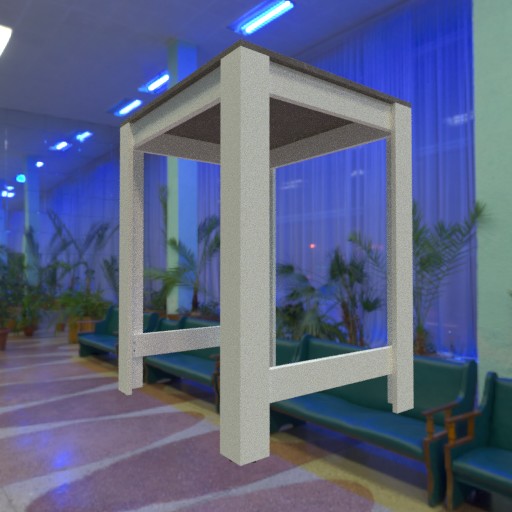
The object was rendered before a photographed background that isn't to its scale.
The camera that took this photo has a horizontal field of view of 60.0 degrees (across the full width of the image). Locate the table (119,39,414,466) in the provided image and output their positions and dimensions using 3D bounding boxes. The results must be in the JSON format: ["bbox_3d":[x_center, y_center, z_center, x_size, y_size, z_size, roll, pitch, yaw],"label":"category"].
[{"bbox_3d":[0.000,0.000,1.582,0.700,1.020,0.800,1,-1,-37],"label":"table"}]
